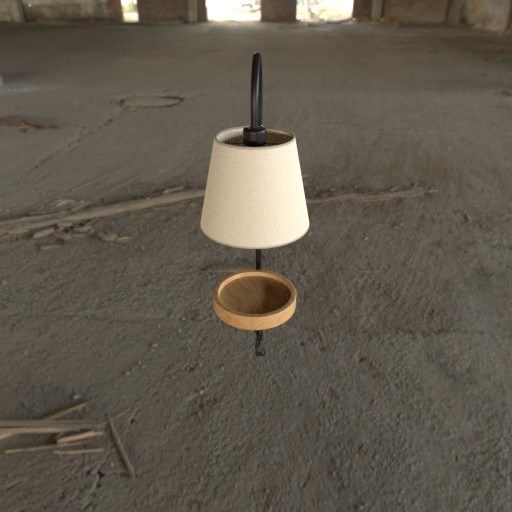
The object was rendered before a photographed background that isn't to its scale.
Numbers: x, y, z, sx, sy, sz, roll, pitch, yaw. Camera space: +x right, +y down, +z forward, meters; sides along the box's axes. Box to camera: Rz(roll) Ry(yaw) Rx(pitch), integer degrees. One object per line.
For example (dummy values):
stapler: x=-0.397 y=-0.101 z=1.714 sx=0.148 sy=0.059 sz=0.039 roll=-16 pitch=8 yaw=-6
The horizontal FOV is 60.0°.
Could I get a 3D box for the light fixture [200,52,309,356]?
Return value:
light fixture: x=0.000 y=0.000 z=0.986 sx=0.220 sy=0.821 sz=0.299 roll=2 pitch=31 yaw=3
